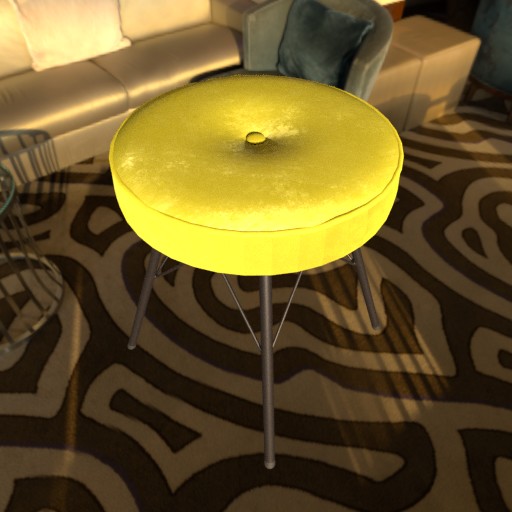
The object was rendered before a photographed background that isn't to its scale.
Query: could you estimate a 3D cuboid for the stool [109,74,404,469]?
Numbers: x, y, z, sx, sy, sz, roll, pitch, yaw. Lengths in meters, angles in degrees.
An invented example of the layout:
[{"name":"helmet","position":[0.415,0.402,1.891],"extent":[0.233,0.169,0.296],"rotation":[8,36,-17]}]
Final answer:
[{"name":"stool","position":[0.000,0.000,0.796],"extent":[0.409,0.508,0.409],"rotation":[31,53,26]}]
